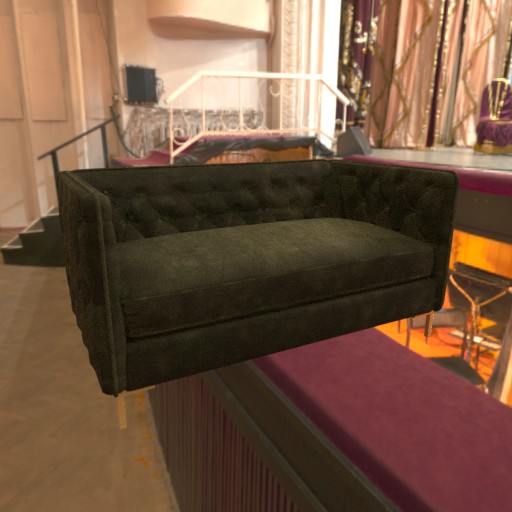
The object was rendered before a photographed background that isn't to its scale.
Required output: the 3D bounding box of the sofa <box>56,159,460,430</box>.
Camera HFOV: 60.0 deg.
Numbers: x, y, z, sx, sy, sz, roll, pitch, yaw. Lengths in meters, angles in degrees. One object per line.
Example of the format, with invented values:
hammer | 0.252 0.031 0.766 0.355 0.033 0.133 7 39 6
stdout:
sofa | 0.000 0.000 1.991 1.537 0.768 0.895 -8 18 -27
